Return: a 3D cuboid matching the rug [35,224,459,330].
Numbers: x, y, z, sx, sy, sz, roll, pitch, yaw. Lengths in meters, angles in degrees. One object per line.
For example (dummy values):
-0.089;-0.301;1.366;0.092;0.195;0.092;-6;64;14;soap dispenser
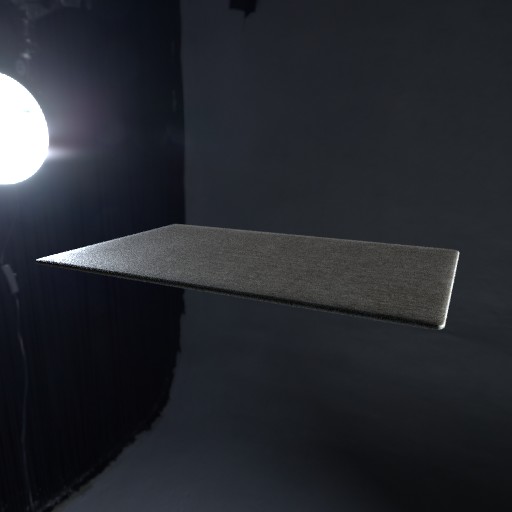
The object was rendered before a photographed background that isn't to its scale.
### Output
0.000;0.000;3.011;2.469;0.024;1.539;7;16;25;rug
